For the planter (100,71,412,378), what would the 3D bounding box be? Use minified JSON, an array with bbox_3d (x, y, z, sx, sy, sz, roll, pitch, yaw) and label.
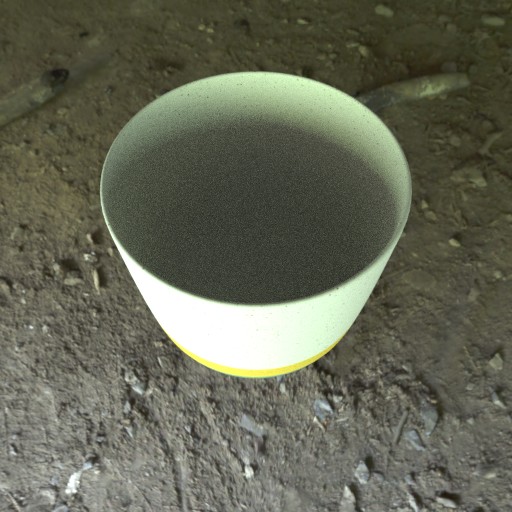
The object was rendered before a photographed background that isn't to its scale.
[{"bbox_3d":[0.000,0.000,0.371,0.195,0.214,0.195,0,58,0],"label":"planter"}]
